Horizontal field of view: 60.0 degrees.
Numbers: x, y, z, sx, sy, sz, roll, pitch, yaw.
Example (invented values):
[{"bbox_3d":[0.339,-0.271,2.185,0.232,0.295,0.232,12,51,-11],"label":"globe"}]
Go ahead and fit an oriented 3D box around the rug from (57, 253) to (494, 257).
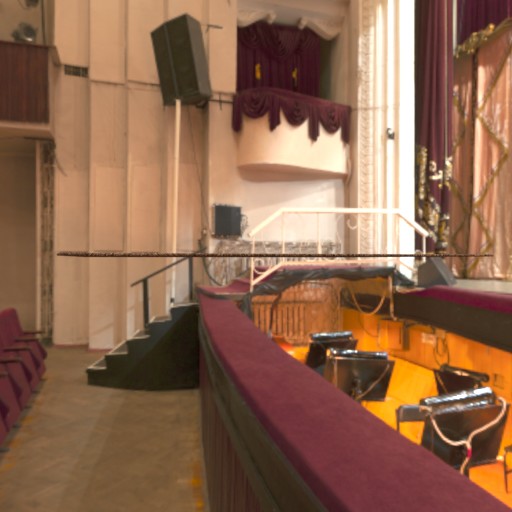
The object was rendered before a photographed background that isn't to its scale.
[{"bbox_3d":[0.000,0.000,4.185,3.204,0.017,2.448,0,0,-18],"label":"rug"}]
